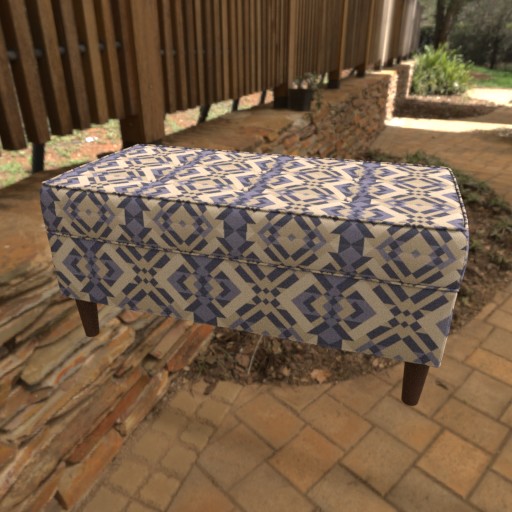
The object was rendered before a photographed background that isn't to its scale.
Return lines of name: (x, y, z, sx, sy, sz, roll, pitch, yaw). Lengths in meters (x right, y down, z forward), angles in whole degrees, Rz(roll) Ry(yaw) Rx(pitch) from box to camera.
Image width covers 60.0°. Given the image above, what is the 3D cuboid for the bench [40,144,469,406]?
bench: (0.000, 0.000, 1.265, 1.016, 0.477, 0.492, 8, 28, 16)
